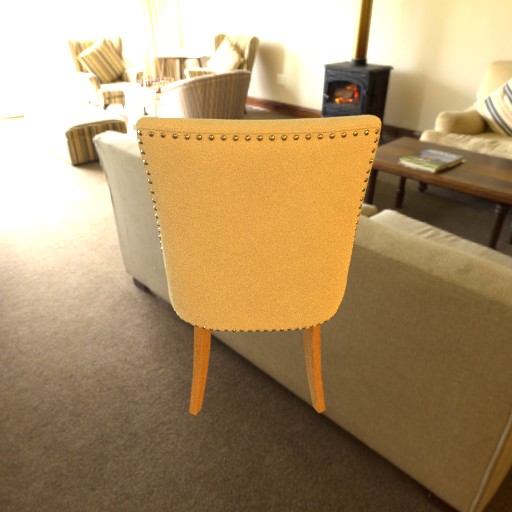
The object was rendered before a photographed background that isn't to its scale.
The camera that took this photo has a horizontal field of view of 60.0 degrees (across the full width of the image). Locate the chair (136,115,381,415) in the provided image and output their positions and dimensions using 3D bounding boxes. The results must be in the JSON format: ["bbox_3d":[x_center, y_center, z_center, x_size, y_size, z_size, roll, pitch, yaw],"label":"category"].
[{"bbox_3d":[0.000,0.000,1.279,0.495,0.902,0.610,-1,30,-1],"label":"chair"}]
